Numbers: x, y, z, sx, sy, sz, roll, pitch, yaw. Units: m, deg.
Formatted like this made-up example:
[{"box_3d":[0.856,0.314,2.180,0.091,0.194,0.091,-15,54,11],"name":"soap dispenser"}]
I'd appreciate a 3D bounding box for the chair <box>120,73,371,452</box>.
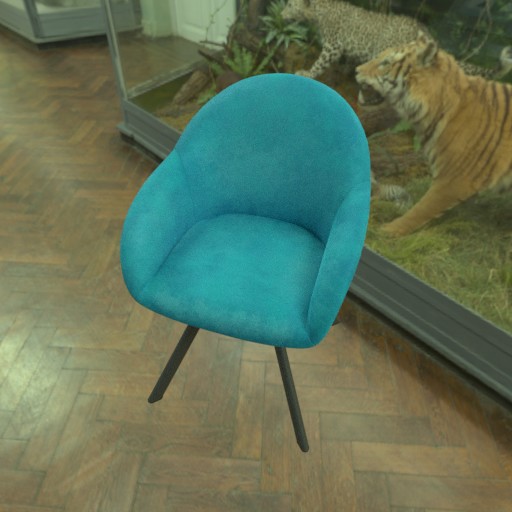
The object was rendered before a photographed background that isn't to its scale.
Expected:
[{"box_3d":[0.000,0.000,1.209,0.550,0.795,0.590,12,42,14],"name":"chair"}]
